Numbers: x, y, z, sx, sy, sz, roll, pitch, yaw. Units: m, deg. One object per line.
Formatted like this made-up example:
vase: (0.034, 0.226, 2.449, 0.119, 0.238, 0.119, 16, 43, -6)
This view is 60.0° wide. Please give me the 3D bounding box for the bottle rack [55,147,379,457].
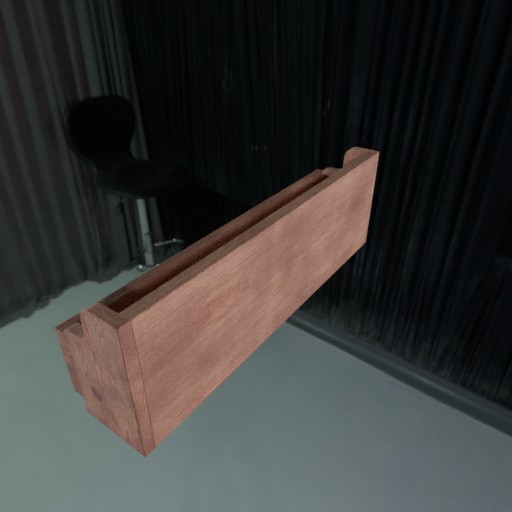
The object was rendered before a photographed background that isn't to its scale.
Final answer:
bottle rack: (0.000, 0.000, 0.701, 0.126, 0.196, 0.608, 21, 38, 30)
